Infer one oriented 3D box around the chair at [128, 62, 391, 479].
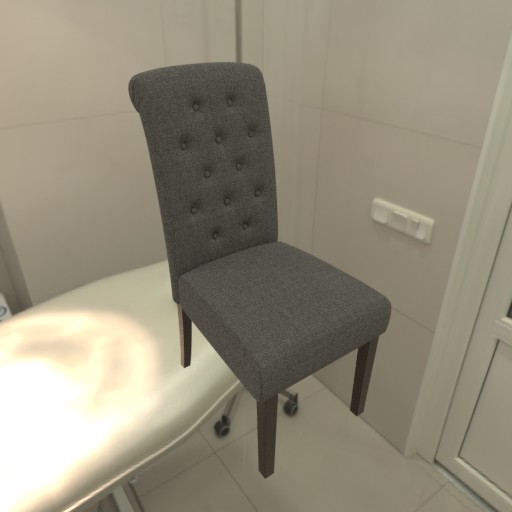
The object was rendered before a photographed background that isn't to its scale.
[{"bbox_3d":[0.000,0.000,1.317,0.456,1.006,0.671,-20,35,-31],"label":"chair"}]
